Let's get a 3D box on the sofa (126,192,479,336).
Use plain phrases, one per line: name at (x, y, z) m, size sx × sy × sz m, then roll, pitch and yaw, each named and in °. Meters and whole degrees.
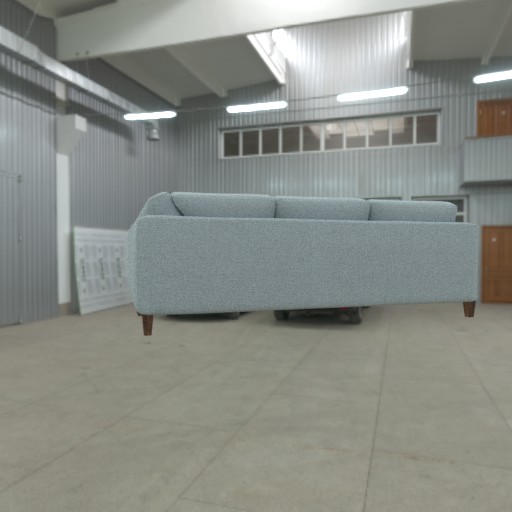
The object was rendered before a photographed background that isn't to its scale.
sofa at (0.000, 0.000, 4.589) m, size 2.551 × 0.889 × 3.403 m, roll 0°, pitch 1°, yaw -17°
